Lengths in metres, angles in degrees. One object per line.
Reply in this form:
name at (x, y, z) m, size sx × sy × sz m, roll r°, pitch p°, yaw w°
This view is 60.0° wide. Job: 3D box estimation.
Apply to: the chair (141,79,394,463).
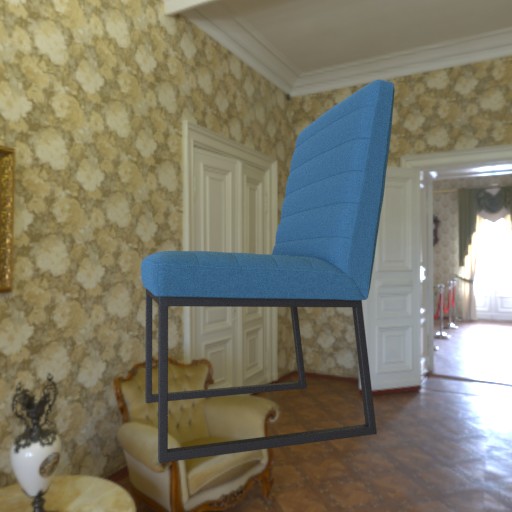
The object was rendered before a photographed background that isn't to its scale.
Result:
chair at (0.000, 0.000, 1.301) m, size 0.634 × 0.930 × 0.520 m, roll 0°, pitch -1°, yaw -18°
